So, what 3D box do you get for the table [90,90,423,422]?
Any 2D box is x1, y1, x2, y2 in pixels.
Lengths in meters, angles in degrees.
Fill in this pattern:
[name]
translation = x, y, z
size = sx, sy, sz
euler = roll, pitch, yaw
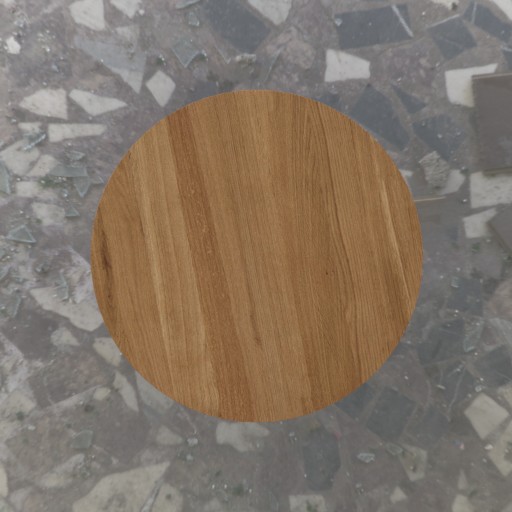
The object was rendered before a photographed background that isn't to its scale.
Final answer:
[table]
translation = 0.000, 0.000, 1.715
size = 1.038, 0.666, 1.038
euler = 0, 90, -1
